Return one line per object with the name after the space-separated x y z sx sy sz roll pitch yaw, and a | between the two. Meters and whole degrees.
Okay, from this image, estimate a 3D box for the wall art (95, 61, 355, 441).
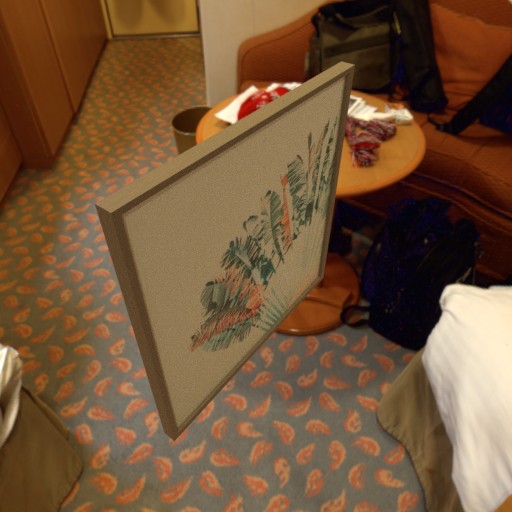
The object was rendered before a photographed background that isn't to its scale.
0.000 0.000 1.148 0.038 0.758 0.761 27 49 26 | wall art
